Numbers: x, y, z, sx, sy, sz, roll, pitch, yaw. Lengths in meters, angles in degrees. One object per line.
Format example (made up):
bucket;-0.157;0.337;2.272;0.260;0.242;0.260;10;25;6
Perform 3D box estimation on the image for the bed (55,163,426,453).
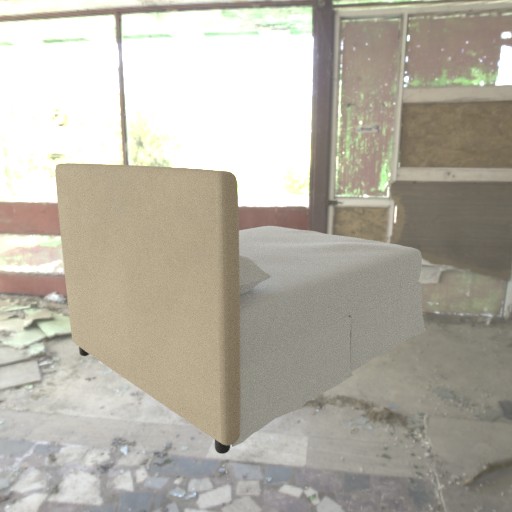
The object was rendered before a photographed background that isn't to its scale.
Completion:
bed;0.000;0.000;3.189;1.723;1.330;2.142;13;18;43
